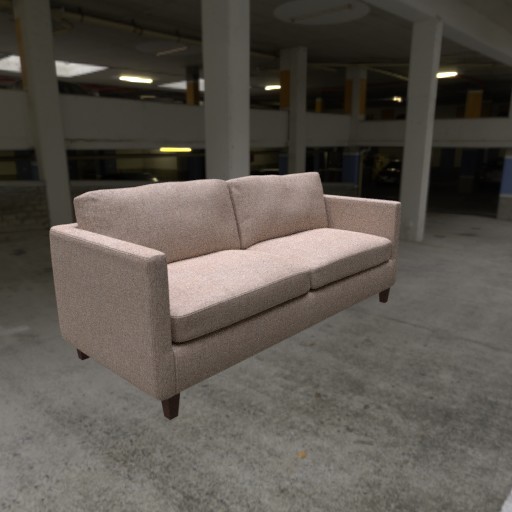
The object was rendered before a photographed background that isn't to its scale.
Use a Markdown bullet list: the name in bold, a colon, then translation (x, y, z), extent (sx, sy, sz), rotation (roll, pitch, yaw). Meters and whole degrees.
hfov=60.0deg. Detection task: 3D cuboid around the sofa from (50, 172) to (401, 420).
- **sofa**: translation (0.000, 0.000, 2.834), extent (0.951, 0.965, 2.208), rotation (13, 19, 41)
